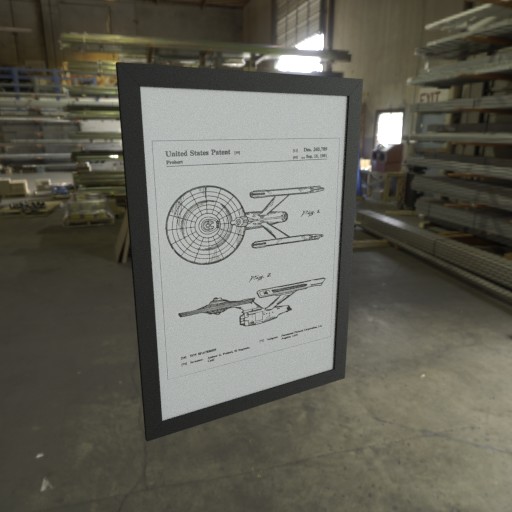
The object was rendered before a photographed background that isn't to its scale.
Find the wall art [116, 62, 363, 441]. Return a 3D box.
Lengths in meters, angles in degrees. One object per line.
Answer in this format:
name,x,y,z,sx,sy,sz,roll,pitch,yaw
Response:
wall art,0.000,0.000,0.687,0.379,0.530,0.008,-8,18,-27
